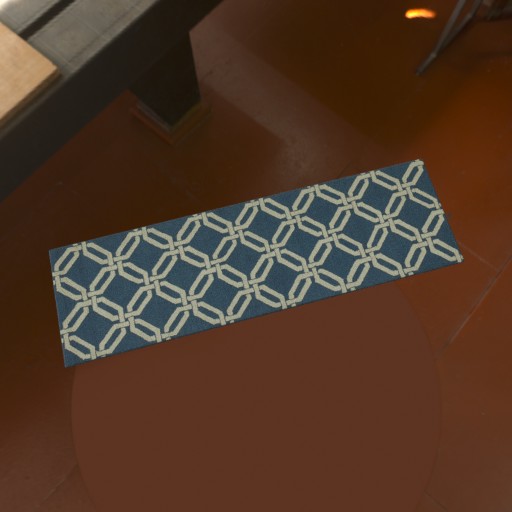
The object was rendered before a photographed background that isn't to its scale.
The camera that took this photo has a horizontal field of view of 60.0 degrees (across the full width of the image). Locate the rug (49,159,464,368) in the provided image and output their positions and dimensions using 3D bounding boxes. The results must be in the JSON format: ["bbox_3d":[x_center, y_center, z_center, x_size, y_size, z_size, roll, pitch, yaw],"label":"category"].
[{"bbox_3d":[0.000,0.000,2.529,2.276,0.014,0.678,-14,74,-4],"label":"rug"}]
